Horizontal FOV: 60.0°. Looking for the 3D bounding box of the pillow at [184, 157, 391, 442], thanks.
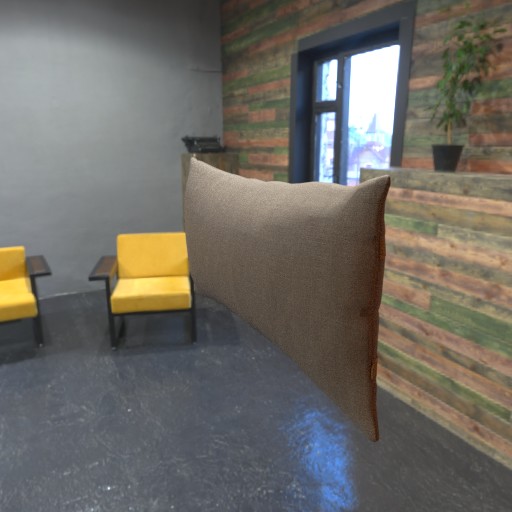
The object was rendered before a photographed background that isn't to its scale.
[{"bbox_3d":[0.000,0.000,0.736,0.148,0.308,0.612,-7,15,-26],"label":"pillow"}]
